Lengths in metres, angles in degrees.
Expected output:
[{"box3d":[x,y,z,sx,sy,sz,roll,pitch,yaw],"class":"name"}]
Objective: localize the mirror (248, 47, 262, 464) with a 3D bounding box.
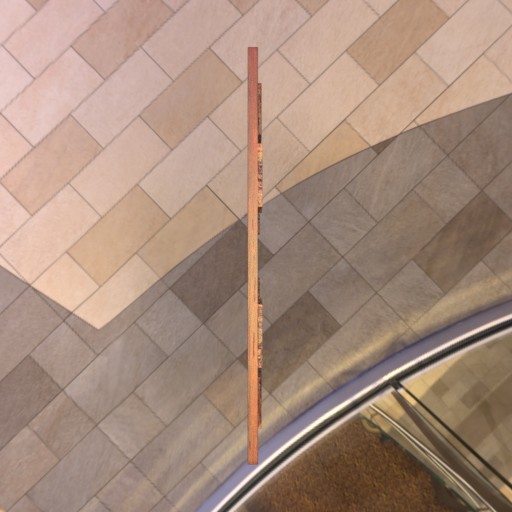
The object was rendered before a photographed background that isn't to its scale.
[{"box3d":[0.000,0.000,1.039,0.021,0.805,0.600,0,90,0],"class":"mirror"}]
